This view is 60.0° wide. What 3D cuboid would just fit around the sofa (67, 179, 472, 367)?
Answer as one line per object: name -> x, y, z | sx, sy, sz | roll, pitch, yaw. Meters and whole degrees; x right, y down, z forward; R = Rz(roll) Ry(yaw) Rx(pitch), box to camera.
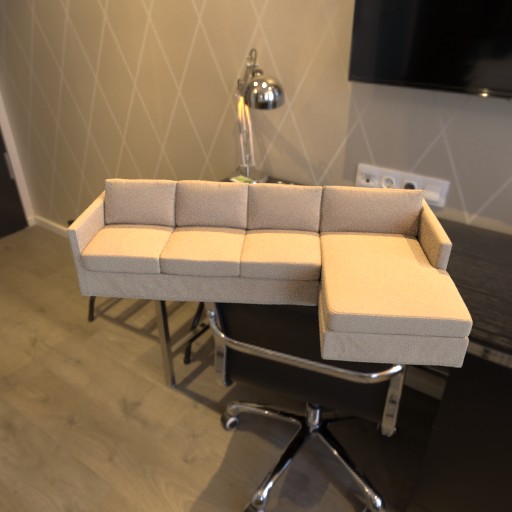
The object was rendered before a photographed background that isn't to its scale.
sofa -> 0.000, 0.000, 3.835 | 3.206, 0.871, 1.622 | 2, 31, 4
